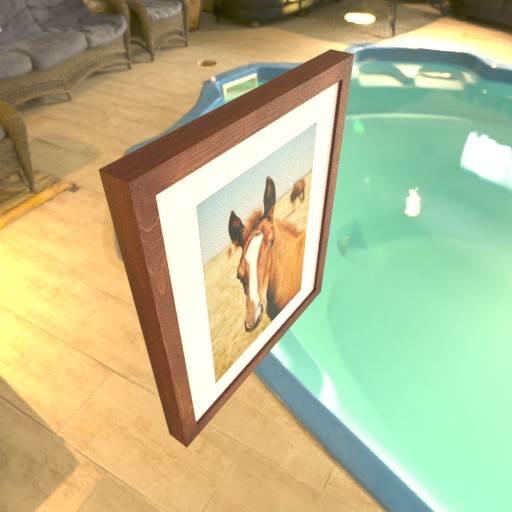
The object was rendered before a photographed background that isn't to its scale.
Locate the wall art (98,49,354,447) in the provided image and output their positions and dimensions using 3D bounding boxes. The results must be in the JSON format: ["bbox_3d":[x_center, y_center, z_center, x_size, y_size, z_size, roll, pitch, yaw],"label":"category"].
[{"bbox_3d":[0.000,0.000,0.527,0.030,0.381,0.330,26,48,26],"label":"wall art"}]
